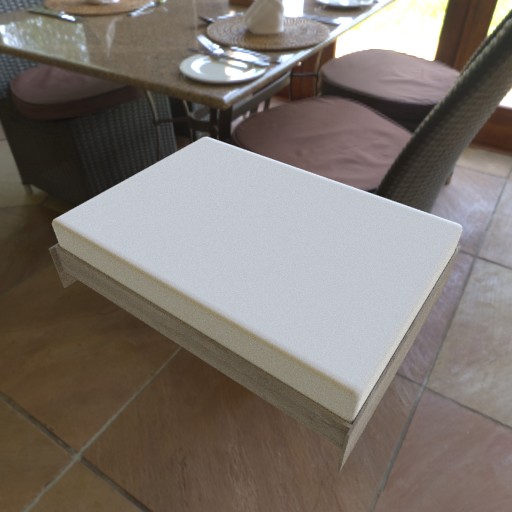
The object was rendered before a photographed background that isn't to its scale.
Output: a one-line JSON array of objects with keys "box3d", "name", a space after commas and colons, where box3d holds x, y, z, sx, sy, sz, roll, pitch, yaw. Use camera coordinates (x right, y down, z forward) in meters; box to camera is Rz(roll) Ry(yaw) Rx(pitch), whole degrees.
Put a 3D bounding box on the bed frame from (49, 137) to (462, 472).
[{"box3d": [0.000, 0.000, 2.645, 1.945, 0.497, 1.445, 25, 47, 26], "name": "bed frame"}]
